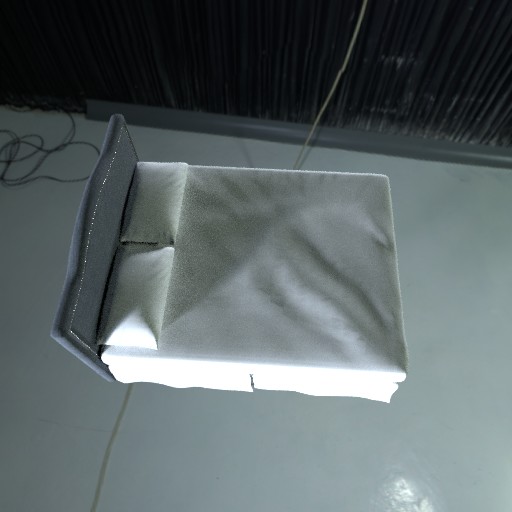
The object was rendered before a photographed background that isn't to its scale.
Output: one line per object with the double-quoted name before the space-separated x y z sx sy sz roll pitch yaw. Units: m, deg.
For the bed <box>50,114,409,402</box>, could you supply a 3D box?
"bed" 0.000 0.000 3.977 2.689 1.457 2.161 3 63 2
